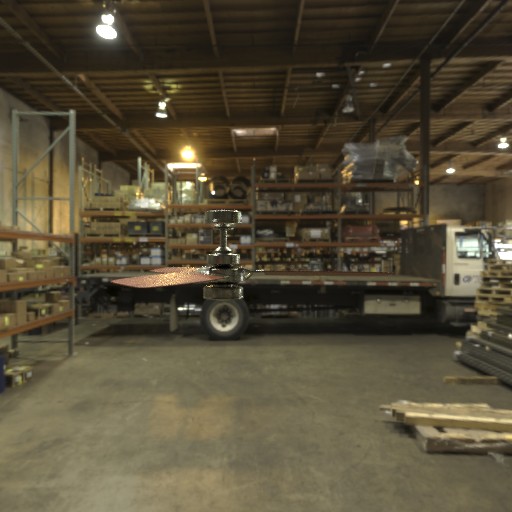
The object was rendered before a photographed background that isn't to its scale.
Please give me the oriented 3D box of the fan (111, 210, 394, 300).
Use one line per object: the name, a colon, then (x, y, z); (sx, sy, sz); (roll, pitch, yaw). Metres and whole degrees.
fan: (0.000, 0.000, 2.040); (1.271, 0.410, 1.416); (0, 0, 0)
